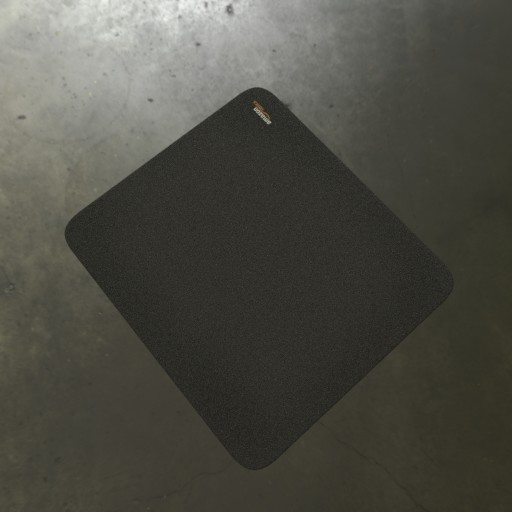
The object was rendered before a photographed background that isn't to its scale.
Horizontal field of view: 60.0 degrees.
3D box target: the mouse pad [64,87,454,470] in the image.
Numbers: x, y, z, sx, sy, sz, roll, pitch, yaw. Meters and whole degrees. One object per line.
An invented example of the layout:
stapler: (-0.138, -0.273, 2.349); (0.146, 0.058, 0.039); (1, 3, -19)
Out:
mouse pad: (0.000, 0.000, 0.330); (0.203, 0.003, 0.229); (-40, 78, -10)
